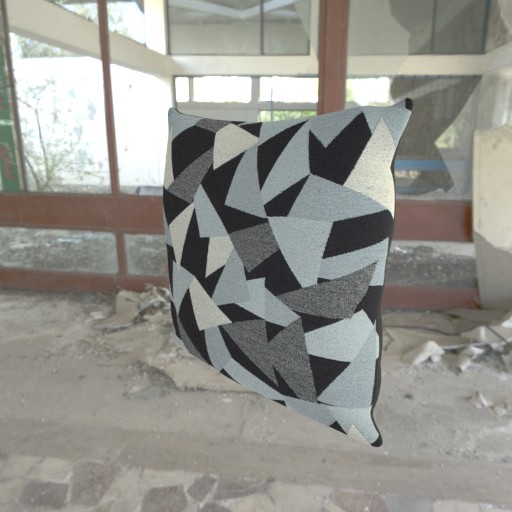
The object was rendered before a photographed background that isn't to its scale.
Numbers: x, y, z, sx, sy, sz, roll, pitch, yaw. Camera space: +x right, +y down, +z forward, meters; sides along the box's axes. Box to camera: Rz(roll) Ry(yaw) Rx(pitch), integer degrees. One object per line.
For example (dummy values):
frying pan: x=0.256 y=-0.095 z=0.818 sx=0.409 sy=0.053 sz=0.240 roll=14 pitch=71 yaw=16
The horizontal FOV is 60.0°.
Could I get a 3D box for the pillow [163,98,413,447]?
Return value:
pillow: x=0.000 y=0.000 z=0.750 sx=0.503 sy=0.496 sz=0.208 roll=14 pitch=21 yaw=42
